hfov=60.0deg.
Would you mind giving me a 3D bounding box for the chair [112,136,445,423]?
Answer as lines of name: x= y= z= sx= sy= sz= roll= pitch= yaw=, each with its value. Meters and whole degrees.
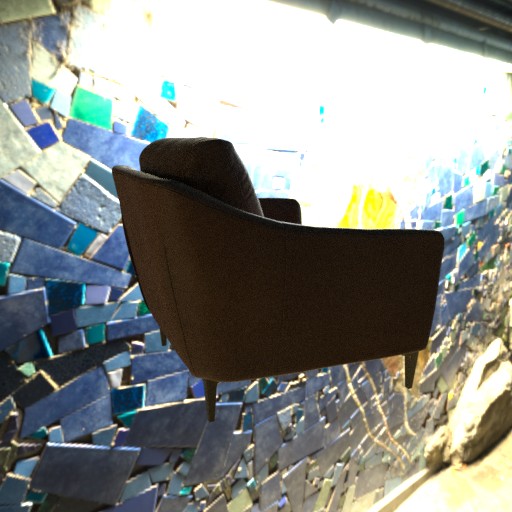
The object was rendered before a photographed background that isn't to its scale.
chair: x=0.000 y=0.000 z=1.727 sx=0.963 sy=0.895 sz=0.988 roll=-7 pitch=16 yaw=-25
